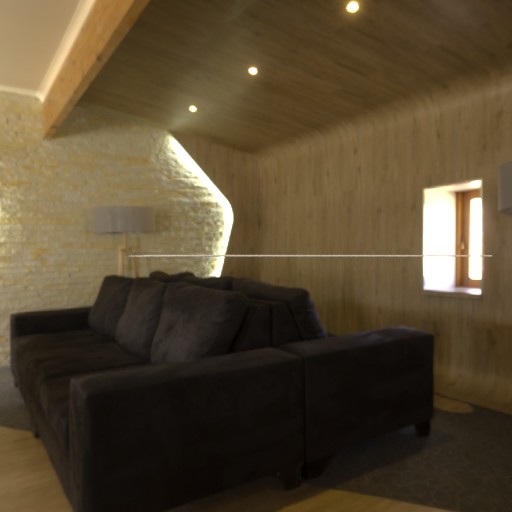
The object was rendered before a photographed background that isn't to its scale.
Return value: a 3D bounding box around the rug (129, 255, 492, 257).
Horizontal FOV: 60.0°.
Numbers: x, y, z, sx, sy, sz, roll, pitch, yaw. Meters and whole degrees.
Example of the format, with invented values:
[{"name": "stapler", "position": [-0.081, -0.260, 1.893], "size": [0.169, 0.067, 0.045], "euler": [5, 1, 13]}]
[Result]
[{"name": "rug", "position": [0.000, 0.000, 2.309], "size": [1.234, 0.006, 1.854], "euler": [0, 0, -17]}]
